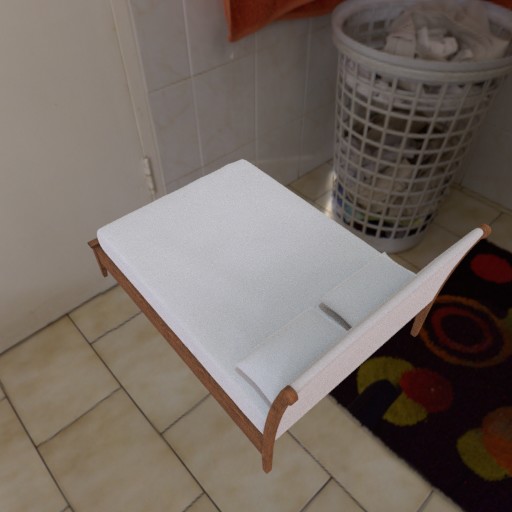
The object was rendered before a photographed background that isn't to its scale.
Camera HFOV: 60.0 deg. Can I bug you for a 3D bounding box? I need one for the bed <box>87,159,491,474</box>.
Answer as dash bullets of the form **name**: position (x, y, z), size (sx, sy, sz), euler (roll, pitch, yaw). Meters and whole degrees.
- **bed**: position (0.000, 0.000, 2.943), size (1.502, 1.135, 2.108), euler (-32, 55, -26)
